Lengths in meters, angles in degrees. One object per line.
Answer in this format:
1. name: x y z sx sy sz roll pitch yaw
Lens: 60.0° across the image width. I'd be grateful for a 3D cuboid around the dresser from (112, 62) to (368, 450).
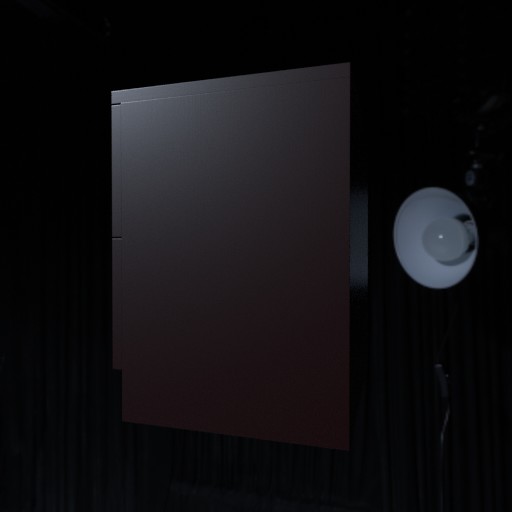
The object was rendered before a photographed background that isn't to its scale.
1. dresser: 0.000 0.000 0.778 0.360 0.470 0.400 0 1 17
